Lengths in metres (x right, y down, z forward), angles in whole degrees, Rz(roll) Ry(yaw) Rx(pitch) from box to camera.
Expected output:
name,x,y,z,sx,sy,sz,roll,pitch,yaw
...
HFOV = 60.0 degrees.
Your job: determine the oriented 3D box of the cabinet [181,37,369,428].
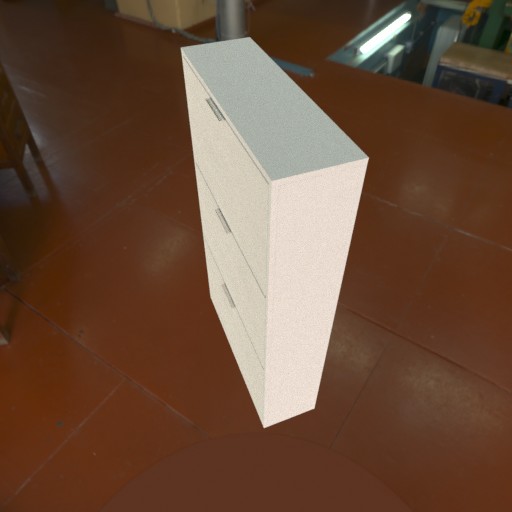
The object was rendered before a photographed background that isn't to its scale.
name,x,y,z,sx,sy,sz,roll,pitch,yaw
cabinet,0.000,0.000,1.665,0.250,1.280,0.750,-16,49,-15
